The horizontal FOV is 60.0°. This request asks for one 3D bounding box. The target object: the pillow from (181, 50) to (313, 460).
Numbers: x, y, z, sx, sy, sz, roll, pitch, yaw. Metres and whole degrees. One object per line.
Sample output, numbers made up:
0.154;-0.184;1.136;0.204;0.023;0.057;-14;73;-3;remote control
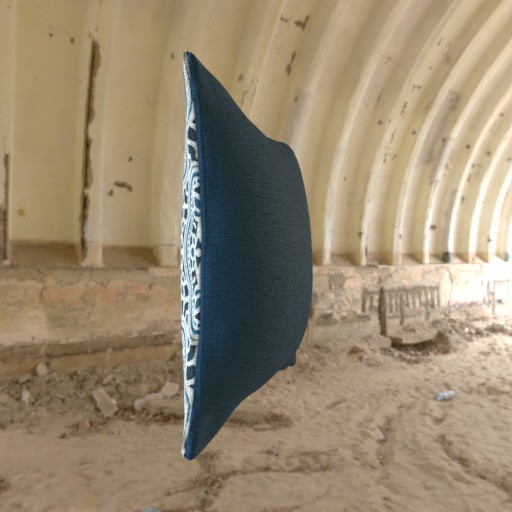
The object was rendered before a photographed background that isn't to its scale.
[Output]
0.000;0.000;0.655;0.145;0.420;0.440;0;0;19;pillow
